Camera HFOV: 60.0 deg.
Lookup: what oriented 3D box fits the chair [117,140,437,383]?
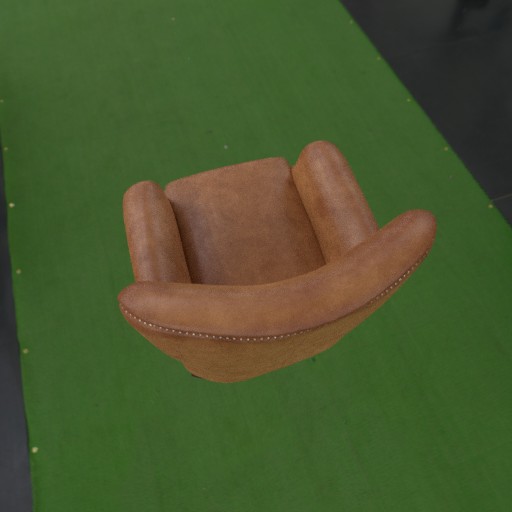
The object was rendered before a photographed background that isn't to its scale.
[{"bbox_3d":[0.000,0.000,1.622,0.861,0.936,0.921,-15,62,-8],"label":"chair"}]
